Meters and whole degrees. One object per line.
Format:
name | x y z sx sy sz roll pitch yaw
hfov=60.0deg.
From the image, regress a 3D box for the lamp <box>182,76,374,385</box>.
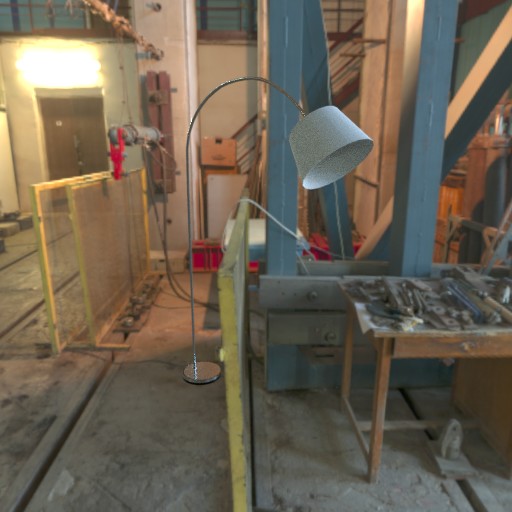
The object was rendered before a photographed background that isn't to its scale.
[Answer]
lamp | 0.000 0.000 2.756 1.445 2.098 0.406 13 20 42
